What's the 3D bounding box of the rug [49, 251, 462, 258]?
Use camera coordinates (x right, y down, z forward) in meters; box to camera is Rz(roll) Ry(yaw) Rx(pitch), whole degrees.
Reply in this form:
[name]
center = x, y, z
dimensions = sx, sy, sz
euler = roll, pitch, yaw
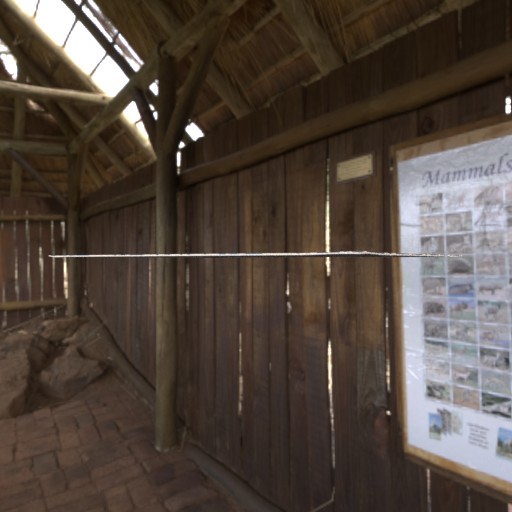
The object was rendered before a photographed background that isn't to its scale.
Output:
[rug]
center = 0.000, 0.000, 4.316
dimensions = 3.228, 0.024, 2.443
euler = 0, -1, 37
